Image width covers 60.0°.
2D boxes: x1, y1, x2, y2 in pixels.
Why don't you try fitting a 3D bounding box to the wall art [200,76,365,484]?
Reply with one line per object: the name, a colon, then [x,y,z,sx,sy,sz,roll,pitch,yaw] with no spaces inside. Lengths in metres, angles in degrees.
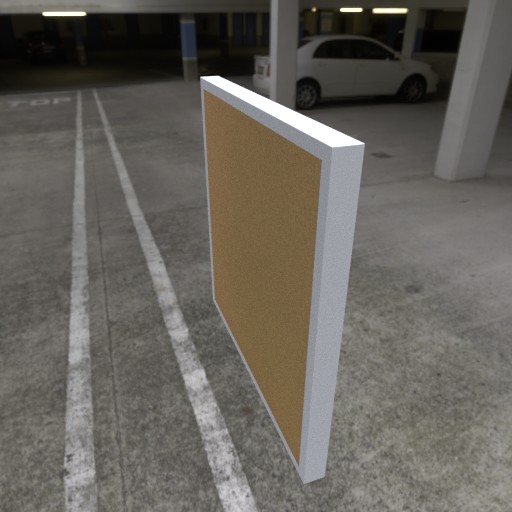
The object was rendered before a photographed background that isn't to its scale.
wall art: [0.000,0.000,0.751,0.035,0.507,0.508,-10,31,-18]
